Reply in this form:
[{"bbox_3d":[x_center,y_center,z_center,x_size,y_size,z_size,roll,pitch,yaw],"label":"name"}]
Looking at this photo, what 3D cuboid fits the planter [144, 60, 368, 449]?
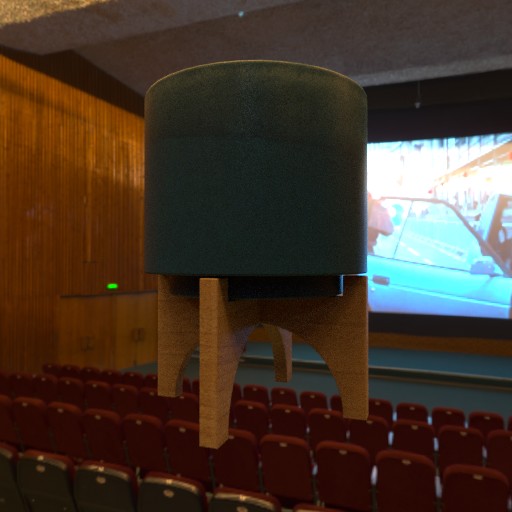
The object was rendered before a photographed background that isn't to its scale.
[{"bbox_3d":[0.000,0.000,0.393,0.192,0.263,0.192,0,-1,0],"label":"planter"}]
